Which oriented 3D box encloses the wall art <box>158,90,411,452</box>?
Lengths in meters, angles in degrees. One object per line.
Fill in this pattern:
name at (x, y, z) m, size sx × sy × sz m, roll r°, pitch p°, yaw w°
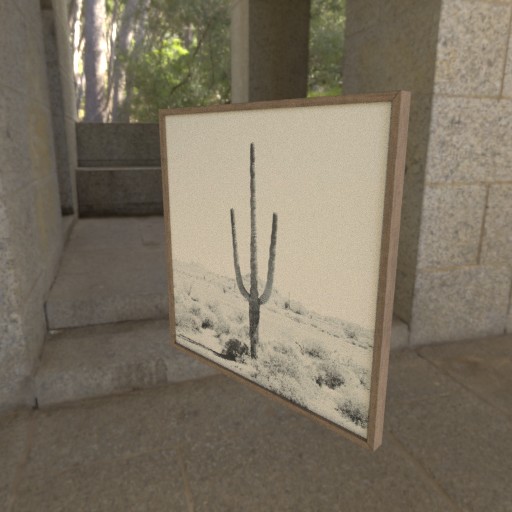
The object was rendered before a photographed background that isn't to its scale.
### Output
wall art at (0.000, 0.000, 1.162) m, size 0.762 × 0.762 × 0.038 m, roll 14°, pitch 20°, yaw 42°
